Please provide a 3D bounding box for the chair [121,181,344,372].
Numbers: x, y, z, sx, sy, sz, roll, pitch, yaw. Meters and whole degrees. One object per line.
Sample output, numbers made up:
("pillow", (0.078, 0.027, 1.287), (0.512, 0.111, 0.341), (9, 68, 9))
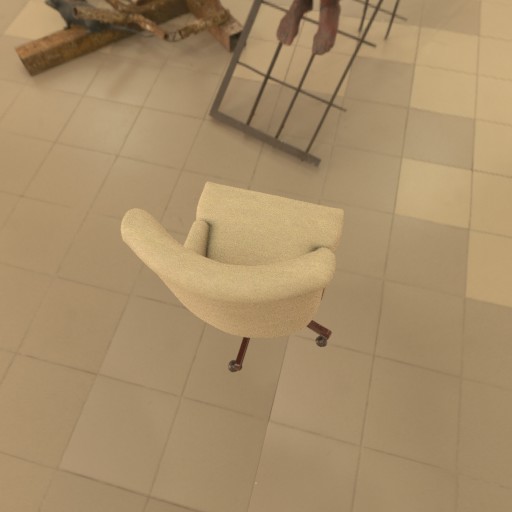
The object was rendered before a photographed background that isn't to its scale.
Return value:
("chair", (0.000, 0.000, 1.442), (0.645, 1.010, 0.696), (13, 64, 6))
